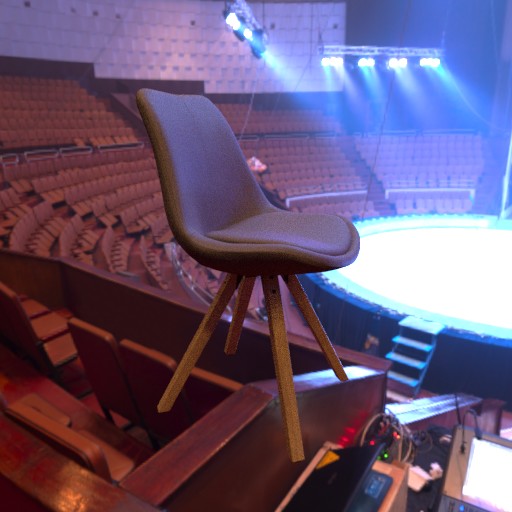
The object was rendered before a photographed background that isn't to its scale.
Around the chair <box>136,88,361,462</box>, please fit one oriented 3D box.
[{"bbox_3d":[0.000,0.000,1.217,0.547,0.865,0.483,8,17,26],"label":"chair"}]
